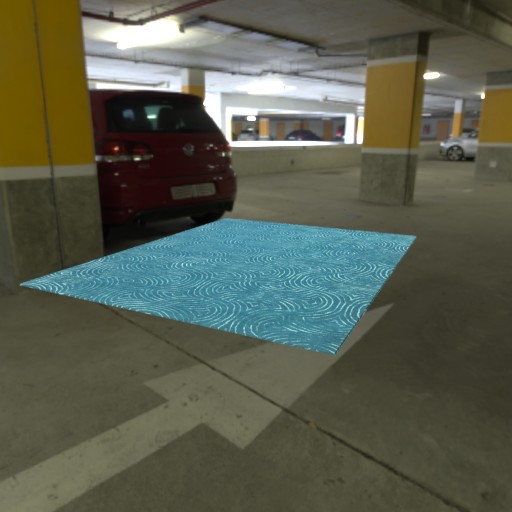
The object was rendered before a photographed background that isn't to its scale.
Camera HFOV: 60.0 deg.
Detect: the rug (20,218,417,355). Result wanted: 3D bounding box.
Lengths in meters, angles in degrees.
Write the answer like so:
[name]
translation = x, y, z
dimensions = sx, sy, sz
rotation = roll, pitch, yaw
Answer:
[rug]
translation = 0.000, 0.000, 4.092
dimensions = 2.432, 0.012, 3.033
rotation = 8, 17, 26
